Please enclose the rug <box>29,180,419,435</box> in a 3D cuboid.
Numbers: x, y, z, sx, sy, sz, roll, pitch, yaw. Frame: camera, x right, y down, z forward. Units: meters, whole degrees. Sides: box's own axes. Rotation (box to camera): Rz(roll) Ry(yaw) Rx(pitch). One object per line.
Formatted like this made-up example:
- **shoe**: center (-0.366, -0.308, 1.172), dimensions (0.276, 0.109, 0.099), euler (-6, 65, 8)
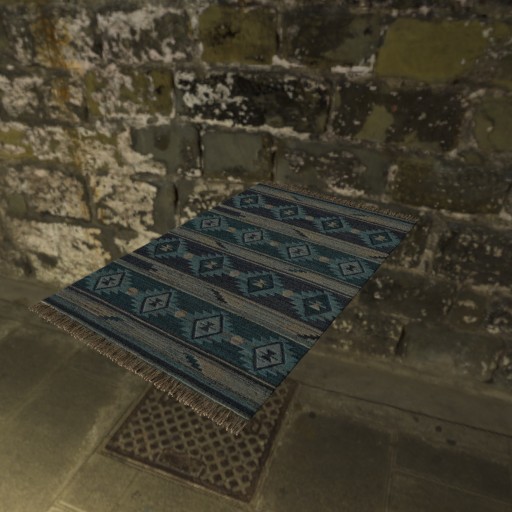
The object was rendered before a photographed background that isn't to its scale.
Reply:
- **rug**: center (0.000, 0.000, 2.387), dimensions (1.181, 0.028, 1.936), euler (19, 36, 29)
